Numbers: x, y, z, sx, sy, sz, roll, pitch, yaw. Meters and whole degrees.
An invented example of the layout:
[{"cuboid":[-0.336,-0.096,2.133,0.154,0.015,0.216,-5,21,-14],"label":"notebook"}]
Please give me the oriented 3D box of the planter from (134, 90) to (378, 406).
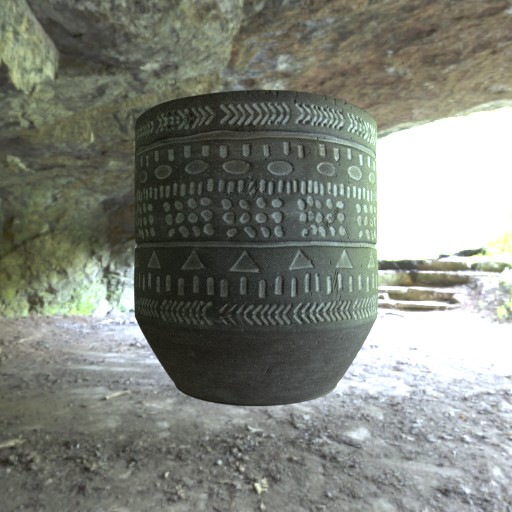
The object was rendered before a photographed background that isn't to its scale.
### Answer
[{"cuboid":[0.000,0.000,0.267,0.142,0.149,0.142,0,0,0],"label":"planter"}]
